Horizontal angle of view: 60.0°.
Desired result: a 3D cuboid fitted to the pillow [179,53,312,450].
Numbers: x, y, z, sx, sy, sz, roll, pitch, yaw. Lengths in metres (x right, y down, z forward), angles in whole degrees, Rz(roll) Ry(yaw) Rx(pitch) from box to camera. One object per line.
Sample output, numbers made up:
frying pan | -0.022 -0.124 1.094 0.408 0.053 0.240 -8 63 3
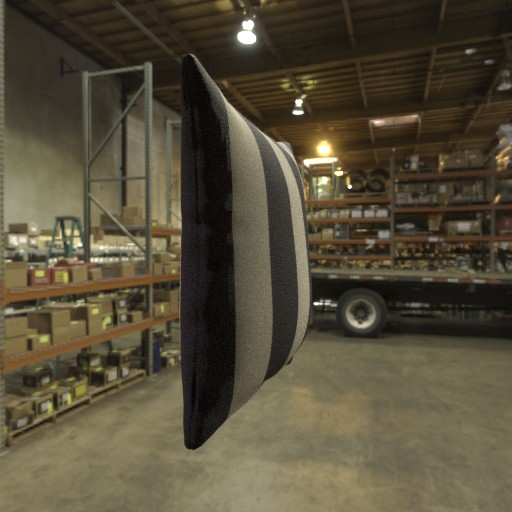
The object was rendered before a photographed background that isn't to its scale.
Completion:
pillow | 0.000 0.000 0.815 0.189 0.526 0.536 0 1 17
